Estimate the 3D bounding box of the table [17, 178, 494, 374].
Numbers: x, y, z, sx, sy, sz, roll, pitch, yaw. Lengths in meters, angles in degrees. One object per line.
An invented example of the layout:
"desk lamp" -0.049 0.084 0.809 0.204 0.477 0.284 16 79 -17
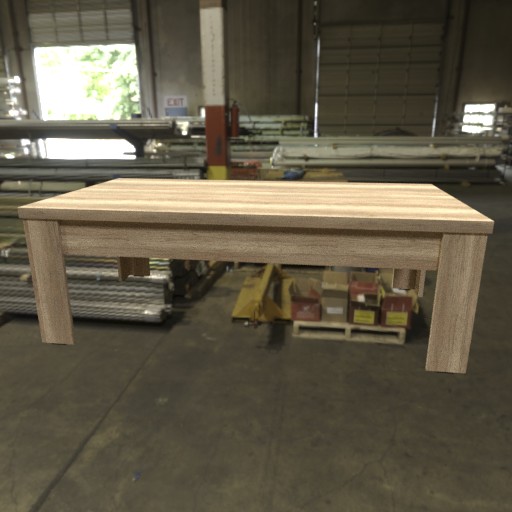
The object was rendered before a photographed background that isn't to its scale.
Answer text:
"table" 0.000 0.000 1.640 1.350 0.460 0.700 2 17 8
